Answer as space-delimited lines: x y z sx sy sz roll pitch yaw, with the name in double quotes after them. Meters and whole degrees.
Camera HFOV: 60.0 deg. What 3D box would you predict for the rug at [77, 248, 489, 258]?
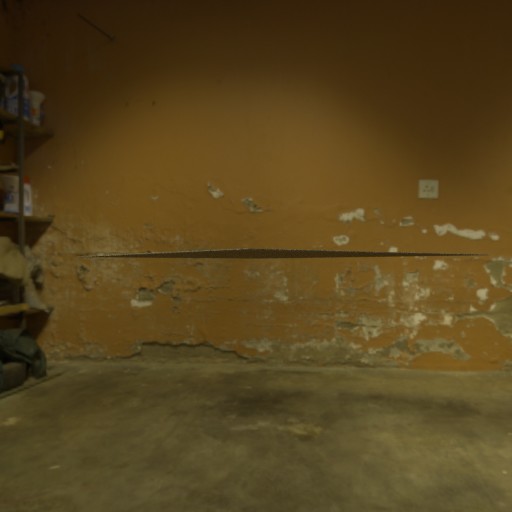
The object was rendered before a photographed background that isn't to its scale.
0.000 0.000 4.191 2.443 0.007 3.200 1 -1 -36 "rug"
